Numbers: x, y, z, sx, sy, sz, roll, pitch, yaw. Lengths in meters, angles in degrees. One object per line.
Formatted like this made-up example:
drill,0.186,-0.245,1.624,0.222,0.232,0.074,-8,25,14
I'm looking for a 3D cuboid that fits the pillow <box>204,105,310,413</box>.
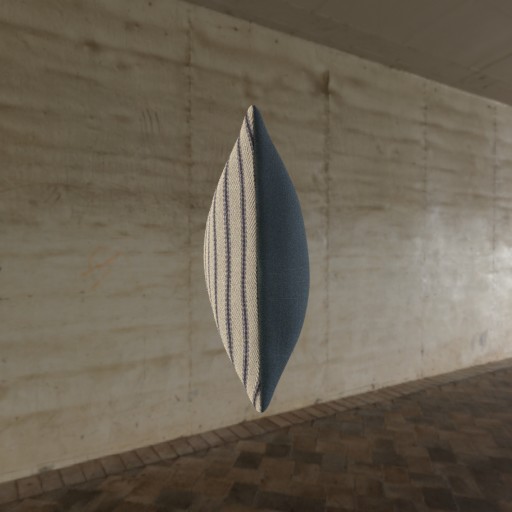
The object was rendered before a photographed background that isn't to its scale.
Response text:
pillow,0.000,0.000,0.731,0.151,0.305,0.609,0,1,0
